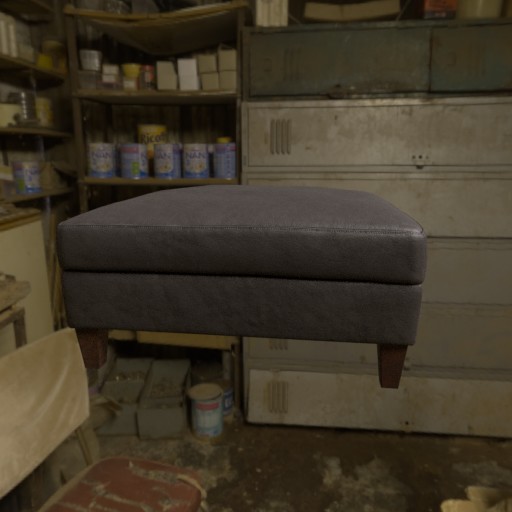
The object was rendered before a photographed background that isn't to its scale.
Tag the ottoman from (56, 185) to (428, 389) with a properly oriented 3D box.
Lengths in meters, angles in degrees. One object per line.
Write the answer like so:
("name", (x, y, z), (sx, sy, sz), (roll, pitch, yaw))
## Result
("ottoman", (0.000, 0.000, 1.364), (0.836, 0.415, 0.844), (2, 13, 8))
